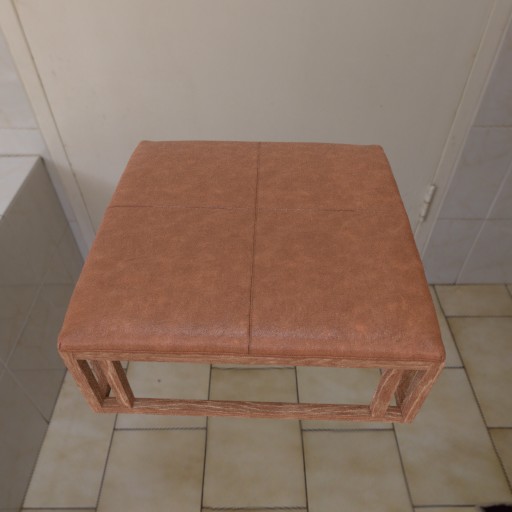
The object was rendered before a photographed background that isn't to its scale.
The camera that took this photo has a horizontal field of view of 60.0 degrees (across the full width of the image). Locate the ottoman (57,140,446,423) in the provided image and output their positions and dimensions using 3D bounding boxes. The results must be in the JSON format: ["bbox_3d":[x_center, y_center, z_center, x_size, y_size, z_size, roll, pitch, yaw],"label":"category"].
[{"bbox_3d":[0.000,0.000,1.599,1.016,0.442,1.013,1,45,1],"label":"ottoman"}]
